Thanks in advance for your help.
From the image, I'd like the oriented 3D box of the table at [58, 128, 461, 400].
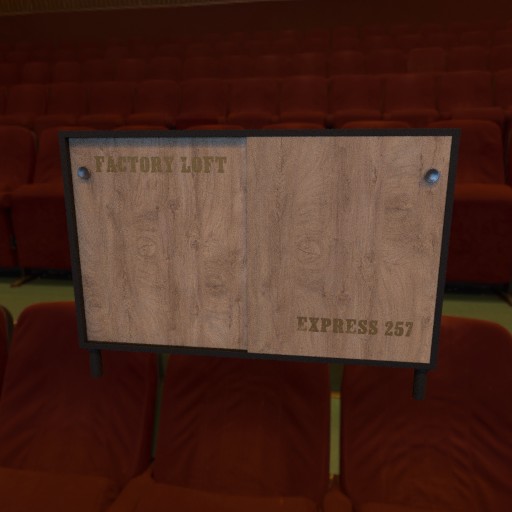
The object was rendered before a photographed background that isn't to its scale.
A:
[{"bbox_3d":[0.000,0.000,1.587,1.200,0.855,0.400,2,14,7],"label":"table"}]
